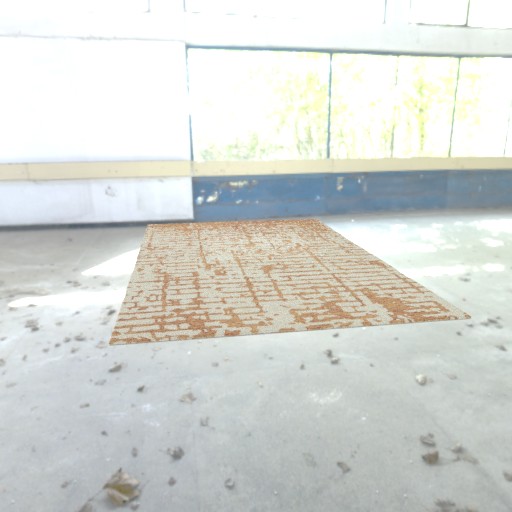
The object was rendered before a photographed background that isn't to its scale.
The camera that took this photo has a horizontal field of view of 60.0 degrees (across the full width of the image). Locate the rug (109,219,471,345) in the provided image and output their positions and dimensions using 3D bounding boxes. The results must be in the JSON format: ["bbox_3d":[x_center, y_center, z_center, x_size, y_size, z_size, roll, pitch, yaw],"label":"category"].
[{"bbox_3d":[0.000,0.000,2.314,1.219,0.011,1.829,-3,16,-9],"label":"rug"}]
